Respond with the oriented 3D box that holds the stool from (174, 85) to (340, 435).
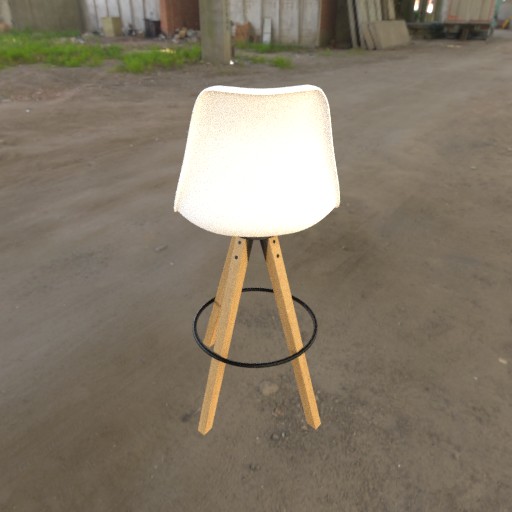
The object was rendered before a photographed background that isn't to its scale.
[{"bbox_3d":[0.000,0.000,1.431,0.482,1.115,0.549,-2,30,-3],"label":"stool"}]
